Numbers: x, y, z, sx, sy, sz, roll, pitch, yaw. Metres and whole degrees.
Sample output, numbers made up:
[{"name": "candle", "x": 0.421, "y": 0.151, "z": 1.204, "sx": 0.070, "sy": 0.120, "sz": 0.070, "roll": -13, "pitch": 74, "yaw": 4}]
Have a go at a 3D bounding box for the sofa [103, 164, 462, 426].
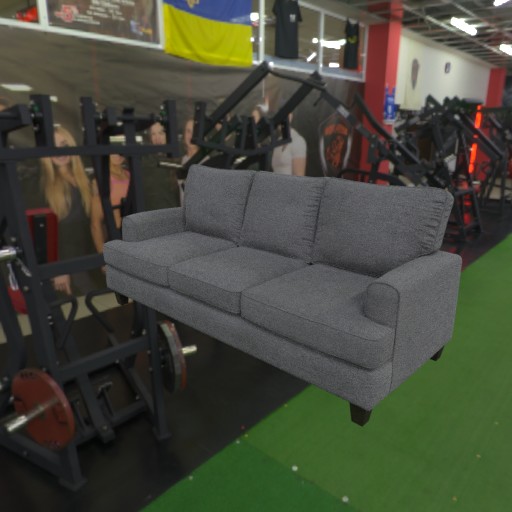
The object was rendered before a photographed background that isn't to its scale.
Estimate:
[{"name": "sofa", "x": 0.000, "y": 0.000, "z": 2.738, "sx": 2.158, "sy": 0.965, "sz": 0.951, "roll": 15, "pitch": 22, "yaw": 41}]
